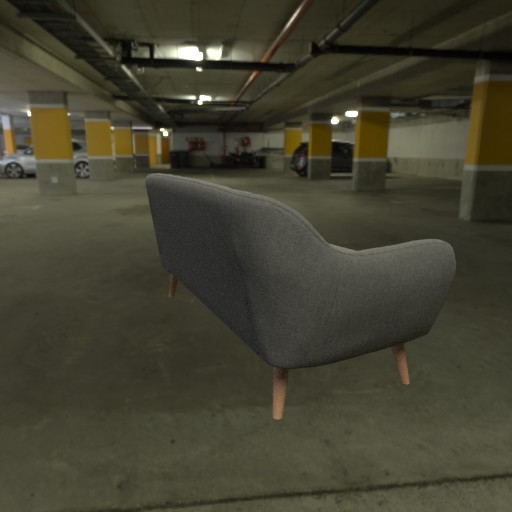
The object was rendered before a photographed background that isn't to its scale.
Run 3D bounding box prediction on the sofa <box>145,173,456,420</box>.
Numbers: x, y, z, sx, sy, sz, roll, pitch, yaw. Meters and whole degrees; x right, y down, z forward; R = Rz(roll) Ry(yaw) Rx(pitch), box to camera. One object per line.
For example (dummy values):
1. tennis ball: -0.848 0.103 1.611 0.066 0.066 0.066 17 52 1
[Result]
1. sofa: 0.000 0.000 2.274 0.820 0.820 1.840 -6 15 -24
